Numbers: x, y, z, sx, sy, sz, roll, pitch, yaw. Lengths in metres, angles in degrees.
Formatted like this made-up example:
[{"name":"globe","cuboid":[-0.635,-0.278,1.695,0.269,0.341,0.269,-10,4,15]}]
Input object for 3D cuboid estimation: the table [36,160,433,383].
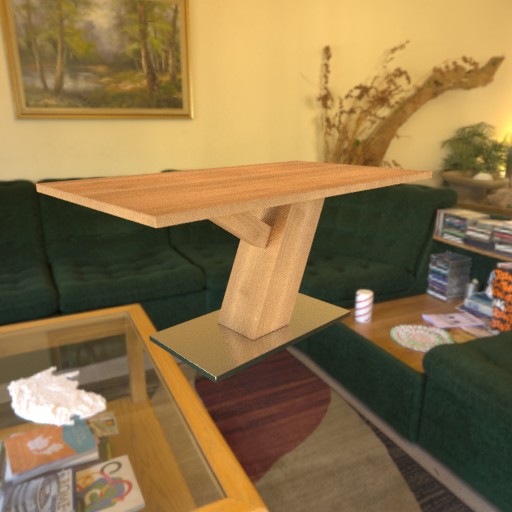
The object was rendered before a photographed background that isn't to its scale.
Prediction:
[{"name":"table","cuboid":[0.000,0.000,2.118,1.600,0.750,0.900,-16,23,-42]}]
